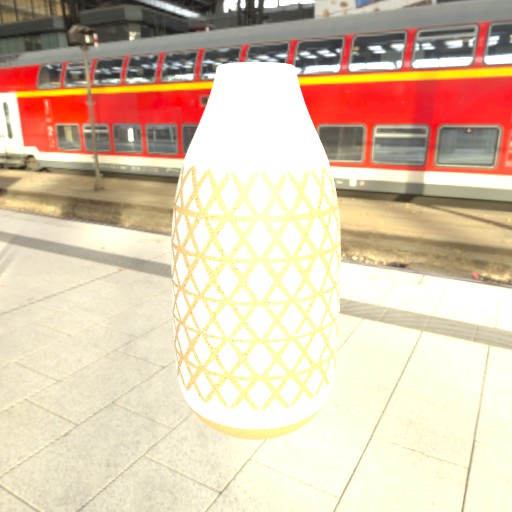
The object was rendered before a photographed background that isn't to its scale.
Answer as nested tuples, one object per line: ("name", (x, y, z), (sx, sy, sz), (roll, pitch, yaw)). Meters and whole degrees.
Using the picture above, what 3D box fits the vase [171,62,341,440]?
("vase", (0.000, 0.000, 0.481), (0.186, 0.380, 0.186), (0, 17, 0))
